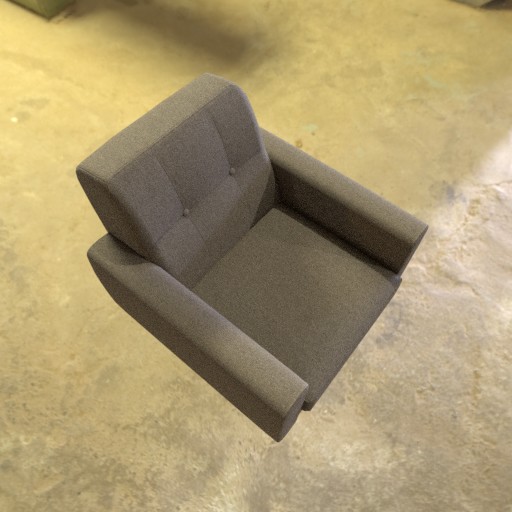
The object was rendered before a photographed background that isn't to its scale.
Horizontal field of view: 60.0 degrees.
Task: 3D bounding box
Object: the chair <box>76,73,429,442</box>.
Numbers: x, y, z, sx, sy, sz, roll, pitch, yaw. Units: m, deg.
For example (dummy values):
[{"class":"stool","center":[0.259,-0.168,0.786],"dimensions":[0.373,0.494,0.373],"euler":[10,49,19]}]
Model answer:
[{"class":"chair","center":[0.000,0.000,1.580],"dimensions":[0.907,0.839,0.831],"euler":[35,65,19]}]
